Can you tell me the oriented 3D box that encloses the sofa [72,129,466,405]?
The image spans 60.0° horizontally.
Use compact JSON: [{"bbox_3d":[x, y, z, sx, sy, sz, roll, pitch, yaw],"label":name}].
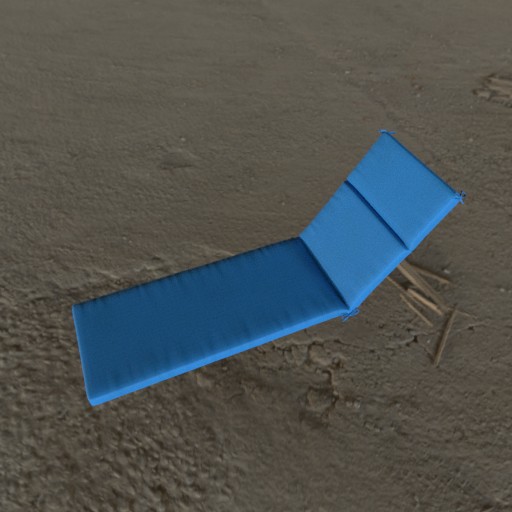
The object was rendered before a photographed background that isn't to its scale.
[{"bbox_3d":[0.000,0.000,1.951,1.663,0.622,0.582,-17,49,-15],"label":"sofa"}]
